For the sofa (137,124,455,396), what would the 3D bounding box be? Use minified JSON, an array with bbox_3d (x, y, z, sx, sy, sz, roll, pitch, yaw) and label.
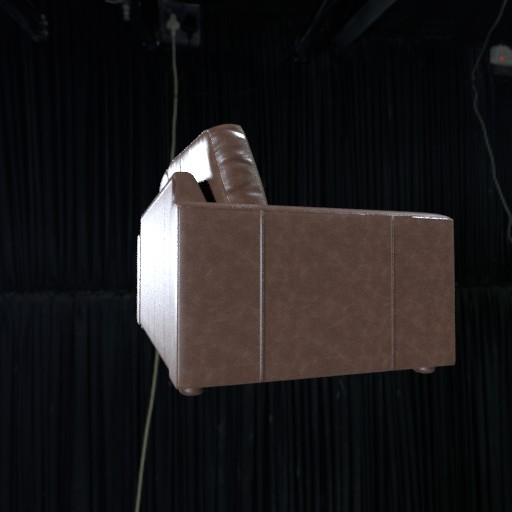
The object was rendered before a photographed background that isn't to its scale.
[{"bbox_3d":[0.000,0.000,2.165,1.016,0.873,1.616,0,-1,-19],"label":"sofa"}]
